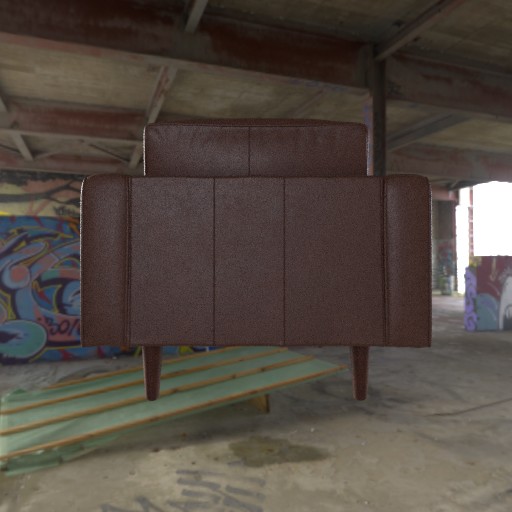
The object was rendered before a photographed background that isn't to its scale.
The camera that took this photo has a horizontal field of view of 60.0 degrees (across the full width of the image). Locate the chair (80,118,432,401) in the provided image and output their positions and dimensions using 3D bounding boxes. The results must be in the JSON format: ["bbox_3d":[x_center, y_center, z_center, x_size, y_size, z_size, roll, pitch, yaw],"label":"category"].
[{"bbox_3d":[0.000,0.000,1.537,0.920,0.770,0.900,0,-1,0],"label":"chair"}]
